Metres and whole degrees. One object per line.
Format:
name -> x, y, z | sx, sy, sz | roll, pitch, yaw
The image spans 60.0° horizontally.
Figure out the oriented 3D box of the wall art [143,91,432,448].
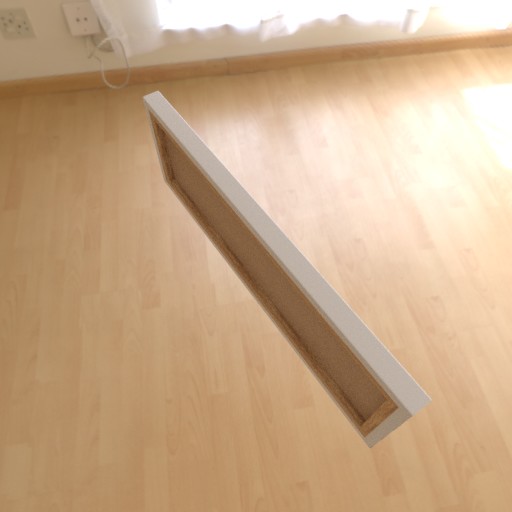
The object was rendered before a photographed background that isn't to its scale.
wall art -> 0.000, 0.000, 0.852 | 0.038, 0.255, 0.763 | -30, 63, -18
